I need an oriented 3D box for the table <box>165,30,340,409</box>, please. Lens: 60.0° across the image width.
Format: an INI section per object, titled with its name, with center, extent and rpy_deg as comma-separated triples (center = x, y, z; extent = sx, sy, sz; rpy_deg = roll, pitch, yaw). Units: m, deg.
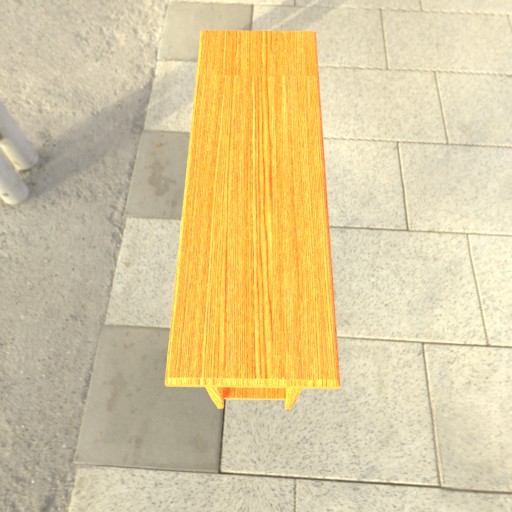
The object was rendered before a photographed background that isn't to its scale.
[table]
center = 0.000, 0.000, 1.121
extent = 0.254, 0.711, 0.762
rpy_deg = 1, 64, 0
